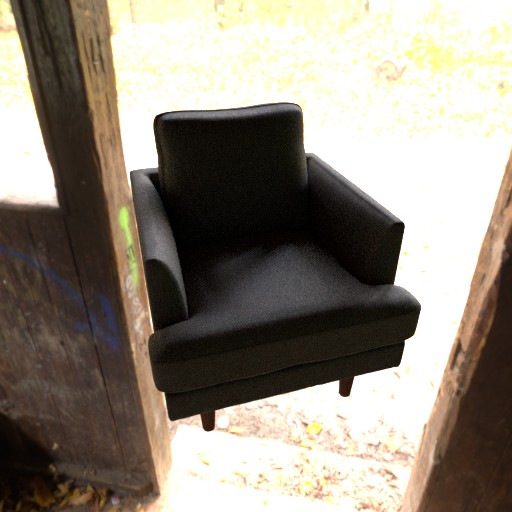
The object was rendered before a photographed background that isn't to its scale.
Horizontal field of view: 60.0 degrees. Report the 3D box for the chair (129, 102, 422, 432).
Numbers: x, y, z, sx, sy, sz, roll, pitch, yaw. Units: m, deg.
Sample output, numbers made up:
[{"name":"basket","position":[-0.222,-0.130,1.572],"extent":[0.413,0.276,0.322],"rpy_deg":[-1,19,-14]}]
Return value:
[{"name":"chair","position":[0.000,0.000,1.645],"extent":[0.858,0.957,0.899],"rpy_deg":[-9,32,-14]}]
